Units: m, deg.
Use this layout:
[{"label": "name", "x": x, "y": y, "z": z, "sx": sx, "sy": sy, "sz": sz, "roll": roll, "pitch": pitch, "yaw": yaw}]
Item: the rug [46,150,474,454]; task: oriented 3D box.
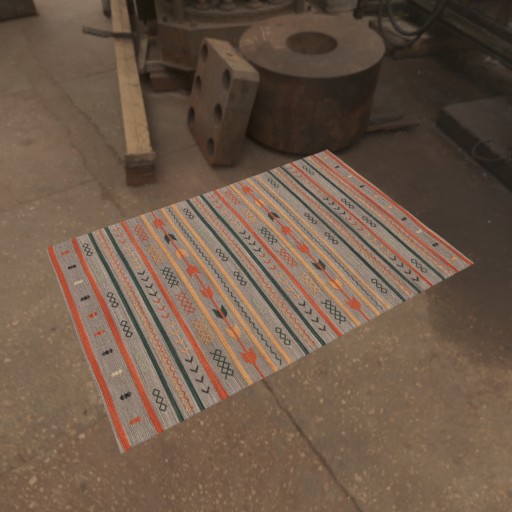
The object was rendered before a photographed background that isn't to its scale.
[{"label": "rug", "x": 0.000, "y": 0.000, "z": 2.267, "sx": 1.835, "sy": 0.017, "sz": 1.220, "roll": -23, "pitch": 50, "yaw": -21}]
